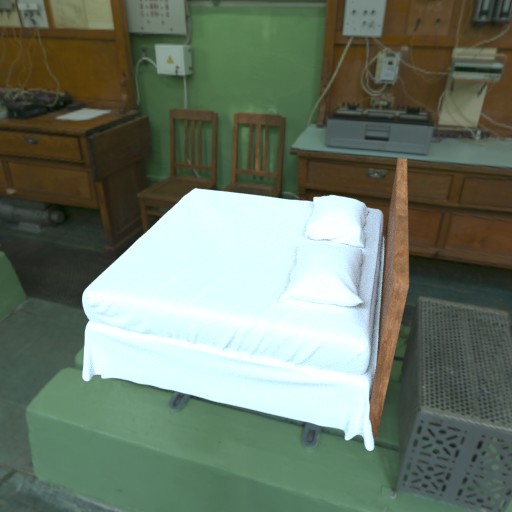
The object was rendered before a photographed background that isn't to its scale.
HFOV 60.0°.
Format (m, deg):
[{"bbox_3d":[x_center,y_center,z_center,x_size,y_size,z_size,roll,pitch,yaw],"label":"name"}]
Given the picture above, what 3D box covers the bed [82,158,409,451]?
[{"bbox_3d":[0.000,0.000,3.535,2.165,1.158,2.255,8,32,14],"label":"bed"}]
